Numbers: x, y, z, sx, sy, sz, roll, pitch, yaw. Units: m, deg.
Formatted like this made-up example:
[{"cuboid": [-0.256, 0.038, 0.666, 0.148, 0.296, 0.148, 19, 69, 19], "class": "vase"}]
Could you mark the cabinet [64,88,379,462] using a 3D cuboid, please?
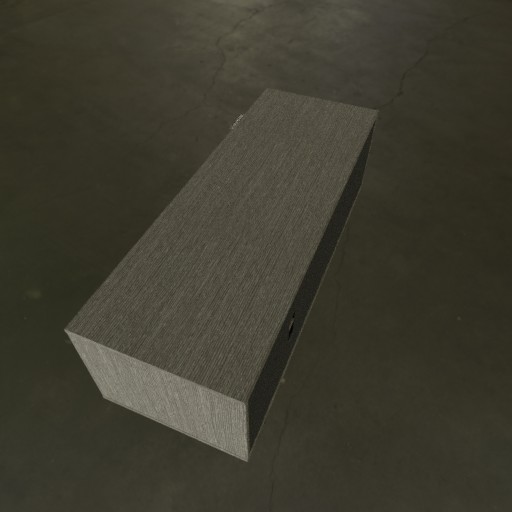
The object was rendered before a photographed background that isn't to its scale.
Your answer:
[{"cuboid": [0.000, 0.000, 1.628, 0.500, 0.599, 1.300, 17, 50, 15], "class": "cabinet"}]
